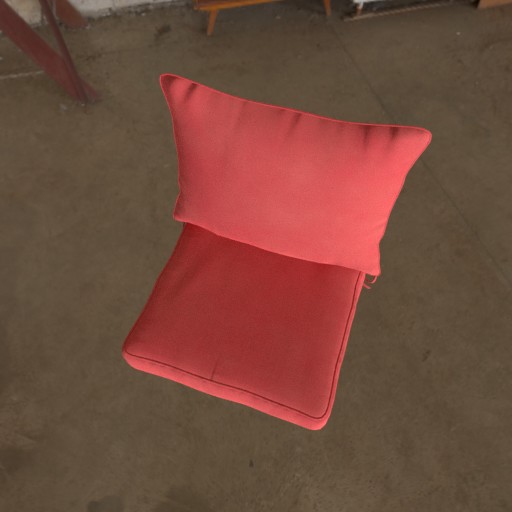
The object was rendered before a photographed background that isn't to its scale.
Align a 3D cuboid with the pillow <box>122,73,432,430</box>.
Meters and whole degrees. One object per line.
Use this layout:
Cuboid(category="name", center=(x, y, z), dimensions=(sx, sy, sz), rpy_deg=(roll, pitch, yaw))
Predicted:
Cuboid(category="pillow", center=(0.000, 0.000, 1.348), dimensions=(0.798, 0.725, 0.733), rpy_deg=(16, 59, 10))
